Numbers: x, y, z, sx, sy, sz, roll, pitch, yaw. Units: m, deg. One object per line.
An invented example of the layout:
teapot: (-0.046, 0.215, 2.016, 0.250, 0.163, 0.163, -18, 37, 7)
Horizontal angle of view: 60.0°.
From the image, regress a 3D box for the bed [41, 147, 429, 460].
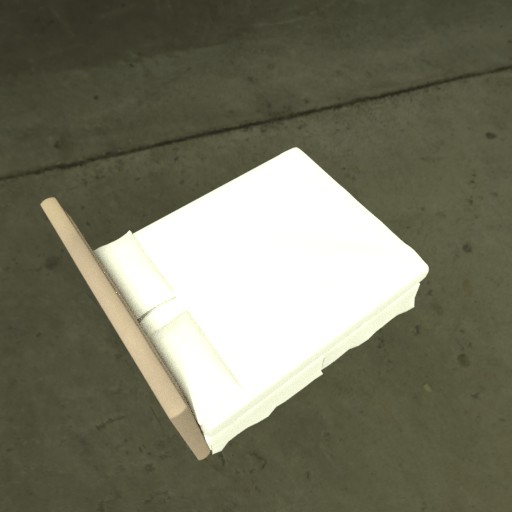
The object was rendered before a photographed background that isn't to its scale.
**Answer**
bed: (0.000, 0.000, 3.429, 2.282, 1.436, 1.821, -32, 63, -19)
